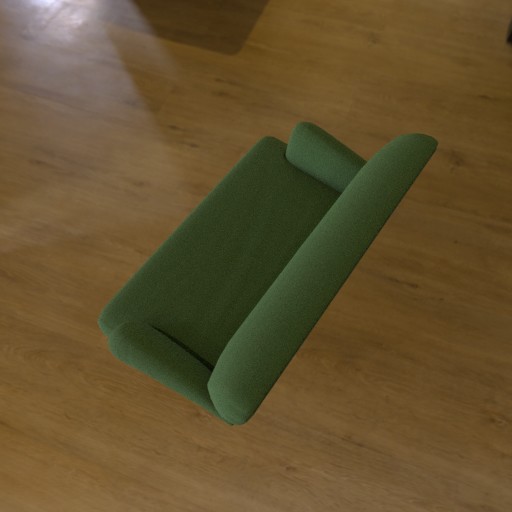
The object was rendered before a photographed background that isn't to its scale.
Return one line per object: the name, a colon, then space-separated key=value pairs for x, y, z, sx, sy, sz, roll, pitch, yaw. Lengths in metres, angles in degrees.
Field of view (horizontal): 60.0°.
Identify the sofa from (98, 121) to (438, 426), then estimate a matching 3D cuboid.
sofa: x=0.000 y=0.000 z=1.840 sx=0.779 sy=0.889 sz=1.297 roll=33 pitch=68 yaw=15
